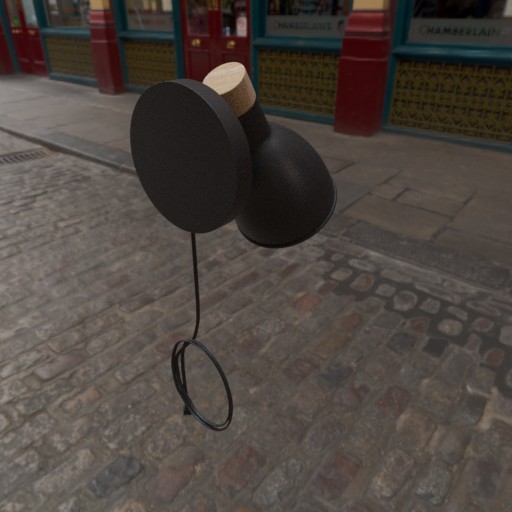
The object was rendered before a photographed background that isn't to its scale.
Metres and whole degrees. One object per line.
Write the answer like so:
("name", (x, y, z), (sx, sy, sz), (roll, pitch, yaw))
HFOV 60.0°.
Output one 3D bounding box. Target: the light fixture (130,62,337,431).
("light fixture", (0.000, 0.000, 0.495), (0.127, 0.401, 0.203), (21, 34, 34))
